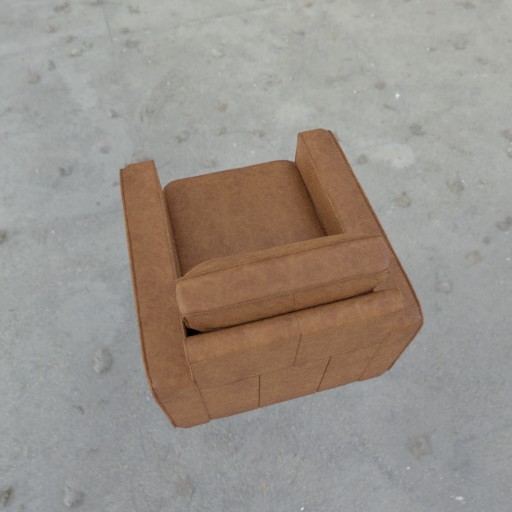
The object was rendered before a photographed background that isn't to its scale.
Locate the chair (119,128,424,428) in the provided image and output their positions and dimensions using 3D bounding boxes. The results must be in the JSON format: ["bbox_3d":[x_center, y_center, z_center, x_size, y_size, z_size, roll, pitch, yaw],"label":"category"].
[{"bbox_3d":[0.000,0.000,1.783,0.987,0.901,1.027,-15,59,-9],"label":"chair"}]
